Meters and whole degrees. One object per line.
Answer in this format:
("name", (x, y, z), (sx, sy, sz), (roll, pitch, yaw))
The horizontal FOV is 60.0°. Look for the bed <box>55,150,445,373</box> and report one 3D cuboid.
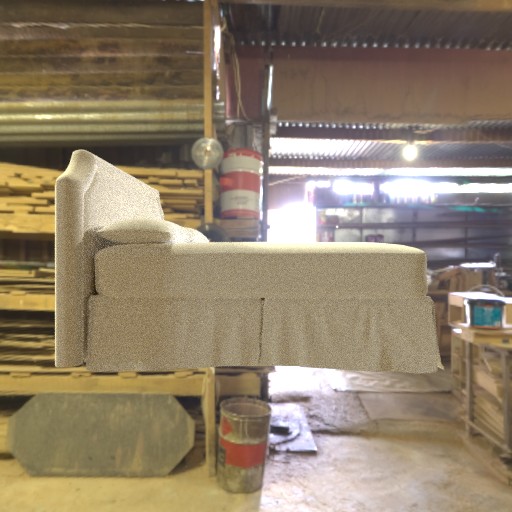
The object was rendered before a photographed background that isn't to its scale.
("bed", (0.000, 0.000, 3.494), (2.204, 1.301, 2.160), (0, 1, 1))
